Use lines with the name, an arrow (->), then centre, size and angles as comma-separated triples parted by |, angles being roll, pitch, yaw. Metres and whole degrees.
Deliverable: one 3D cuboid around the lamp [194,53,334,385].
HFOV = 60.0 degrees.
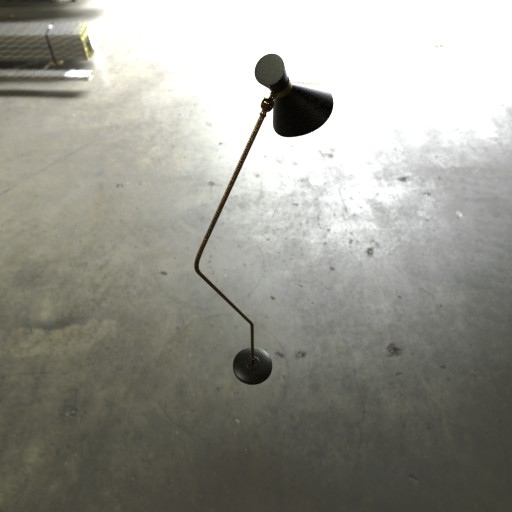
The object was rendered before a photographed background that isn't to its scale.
lamp -> 0.000, 0.000, 1.602 | 0.467, 1.438, 0.277 | -12, 49, -11
